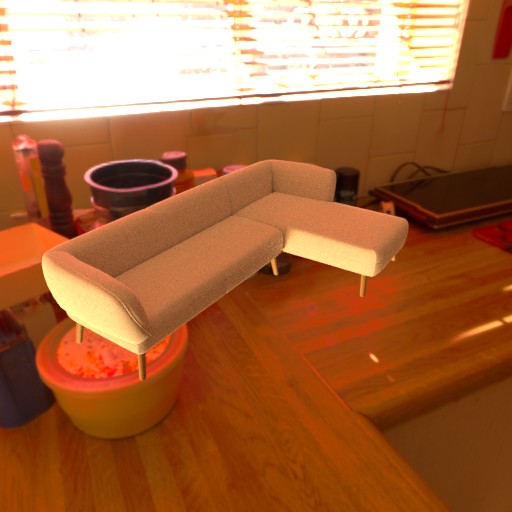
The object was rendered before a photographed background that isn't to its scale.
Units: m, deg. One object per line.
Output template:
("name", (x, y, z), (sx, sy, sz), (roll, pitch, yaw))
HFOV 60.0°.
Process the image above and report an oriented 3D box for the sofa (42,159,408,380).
("sofa", (0.000, 0.000, 3.379), (1.610, 0.730, 2.660), (18, 33, 30))
